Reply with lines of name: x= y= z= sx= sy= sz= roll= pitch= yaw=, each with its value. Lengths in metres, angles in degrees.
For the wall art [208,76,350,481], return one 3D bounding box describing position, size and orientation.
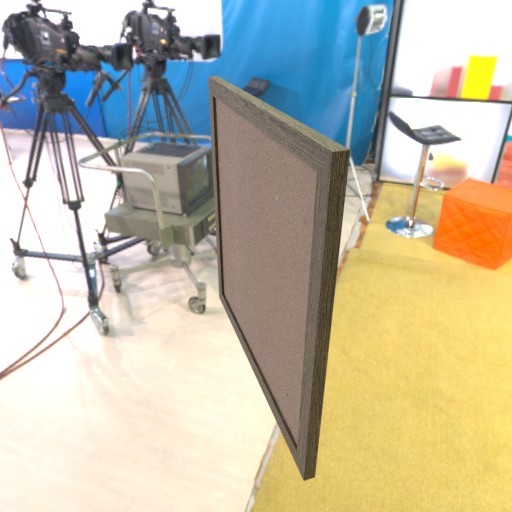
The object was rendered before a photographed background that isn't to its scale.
wall art: x=0.000 y=0.000 z=0.757 sx=0.019 sy=0.508 sz=0.508 roll=-10 pitch=31 yaw=-16
